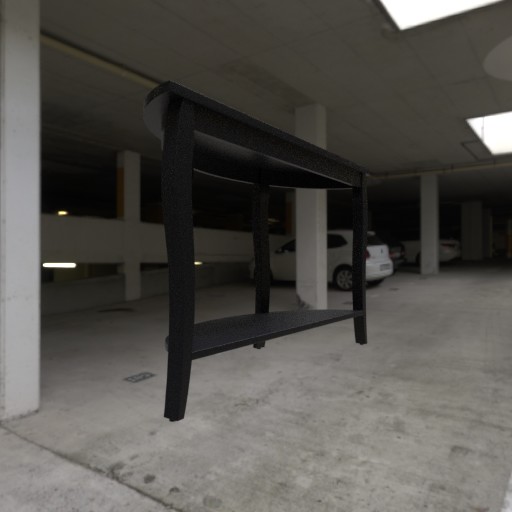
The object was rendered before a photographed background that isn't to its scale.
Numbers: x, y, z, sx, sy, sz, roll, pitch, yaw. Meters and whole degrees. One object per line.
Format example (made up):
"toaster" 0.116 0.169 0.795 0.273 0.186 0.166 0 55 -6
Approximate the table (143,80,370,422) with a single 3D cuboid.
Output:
"table" 0.000 0.000 1.603 0.394 0.780 1.219 0 -1 35
